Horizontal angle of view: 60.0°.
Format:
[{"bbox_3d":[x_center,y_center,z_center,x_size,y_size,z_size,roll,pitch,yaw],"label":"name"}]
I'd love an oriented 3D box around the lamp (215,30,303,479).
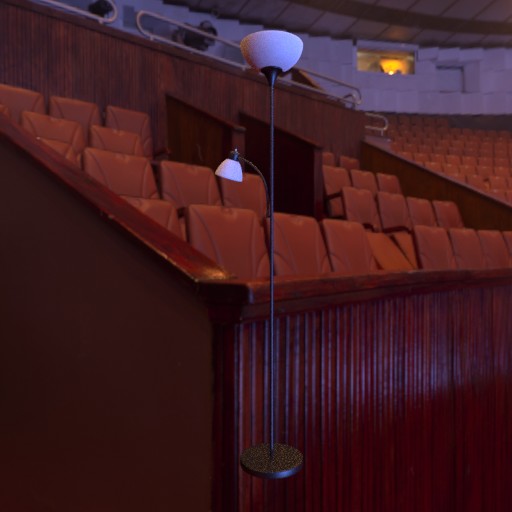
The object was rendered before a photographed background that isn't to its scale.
[{"bbox_3d":[0.000,0.000,1.968,0.442,1.804,0.279,1,1,38],"label":"lamp"}]
